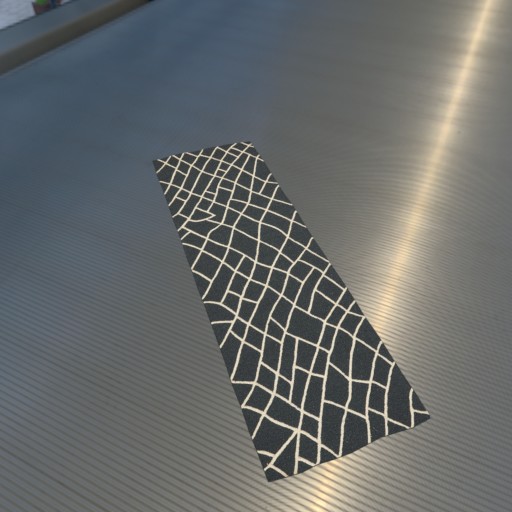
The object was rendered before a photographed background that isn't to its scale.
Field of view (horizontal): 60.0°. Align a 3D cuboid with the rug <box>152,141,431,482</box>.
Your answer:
[{"bbox_3d":[0.000,0.000,2.707,0.807,0.010,2.476,-15,48,-14],"label":"rug"}]
